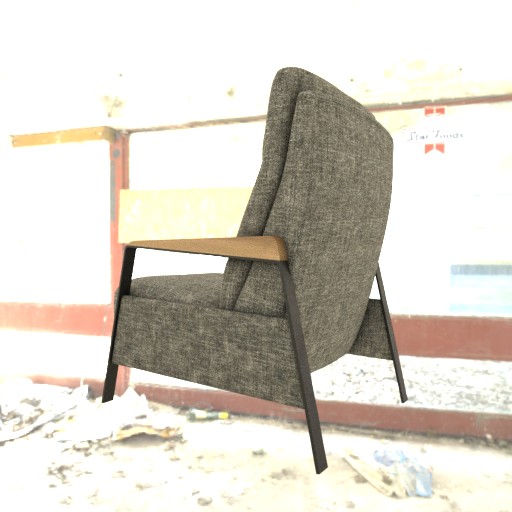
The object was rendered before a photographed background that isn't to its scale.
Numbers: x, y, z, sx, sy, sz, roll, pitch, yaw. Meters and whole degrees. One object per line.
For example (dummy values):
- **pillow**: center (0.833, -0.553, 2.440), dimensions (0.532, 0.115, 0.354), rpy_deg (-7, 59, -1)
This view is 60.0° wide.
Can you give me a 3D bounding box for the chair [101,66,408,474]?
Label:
- **chair**: center (0.000, 0.000, 1.582), dimensions (0.868, 1.042, 0.671), rpy_deg (0, 0, 36)
